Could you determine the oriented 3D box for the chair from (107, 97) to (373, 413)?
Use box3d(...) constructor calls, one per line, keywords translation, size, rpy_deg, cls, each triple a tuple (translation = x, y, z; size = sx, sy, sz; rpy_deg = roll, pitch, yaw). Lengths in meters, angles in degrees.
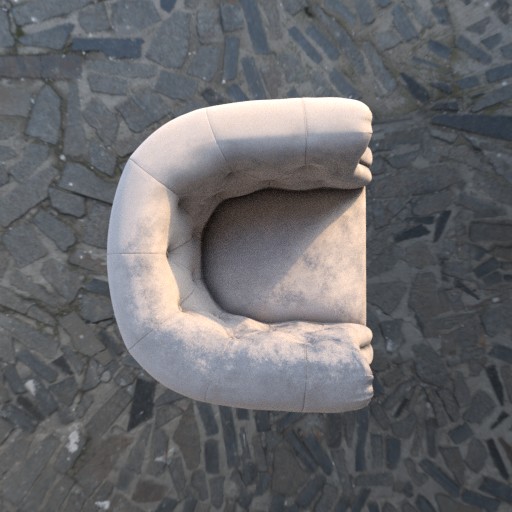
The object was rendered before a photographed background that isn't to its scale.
box3d(translation=(0.000, 0.000, 1.603), size=(0.851, 0.826, 0.904), rpy_deg=(0, 89, 1), cls="chair")
